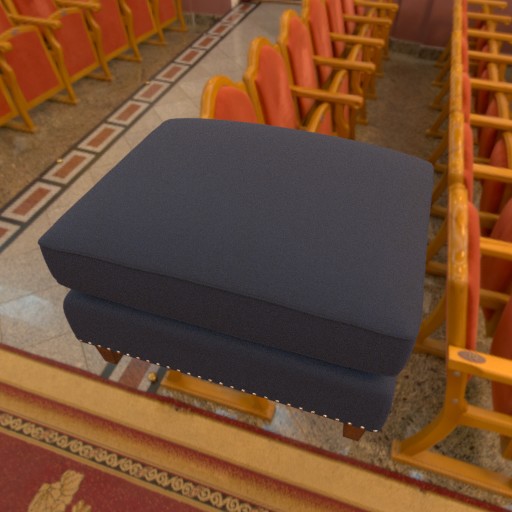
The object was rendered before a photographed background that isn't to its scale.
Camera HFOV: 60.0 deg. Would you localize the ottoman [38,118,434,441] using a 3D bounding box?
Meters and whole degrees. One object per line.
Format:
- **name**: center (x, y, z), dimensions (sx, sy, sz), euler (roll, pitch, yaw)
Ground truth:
- **ottoman**: center (0.000, 0.000, 1.099), dimensions (0.741, 0.513, 0.584), euler (13, 45, 14)
